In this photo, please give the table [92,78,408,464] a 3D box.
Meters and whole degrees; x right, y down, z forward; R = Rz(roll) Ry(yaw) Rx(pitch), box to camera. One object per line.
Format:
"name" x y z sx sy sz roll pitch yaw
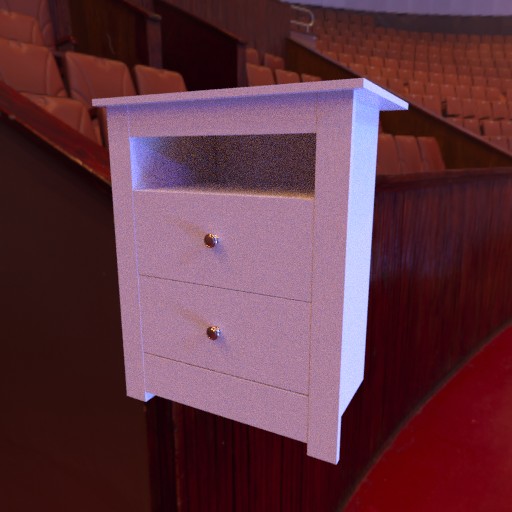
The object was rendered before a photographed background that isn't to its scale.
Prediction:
"table" 0.000 0.000 1.073 0.589 0.711 0.406 7 15 27
